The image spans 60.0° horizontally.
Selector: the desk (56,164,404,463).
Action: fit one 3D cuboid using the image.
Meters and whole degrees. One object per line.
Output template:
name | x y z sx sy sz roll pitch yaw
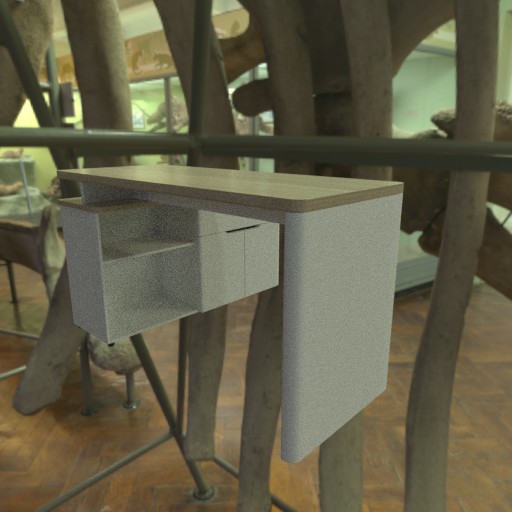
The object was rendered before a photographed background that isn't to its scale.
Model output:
desk | 0.000 0.000 2.044 1.400 0.770 1.175 14 20 41
